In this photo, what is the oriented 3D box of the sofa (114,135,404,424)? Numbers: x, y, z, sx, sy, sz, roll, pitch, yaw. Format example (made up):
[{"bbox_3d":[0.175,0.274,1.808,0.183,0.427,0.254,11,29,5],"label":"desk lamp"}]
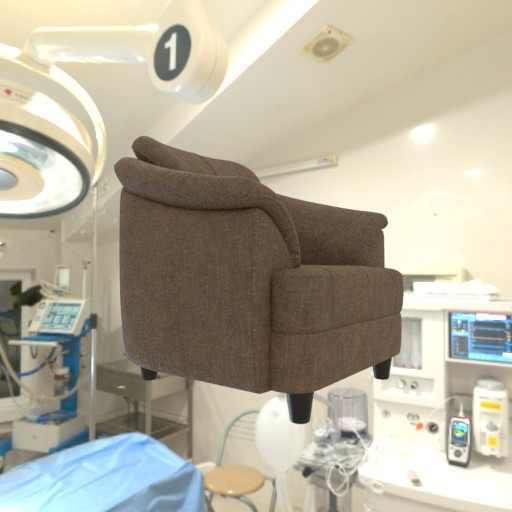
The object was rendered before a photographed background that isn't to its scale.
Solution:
[{"bbox_3d":[0.000,0.000,1.474,0.794,0.811,0.870,-1,-2,37],"label":"sofa"}]
